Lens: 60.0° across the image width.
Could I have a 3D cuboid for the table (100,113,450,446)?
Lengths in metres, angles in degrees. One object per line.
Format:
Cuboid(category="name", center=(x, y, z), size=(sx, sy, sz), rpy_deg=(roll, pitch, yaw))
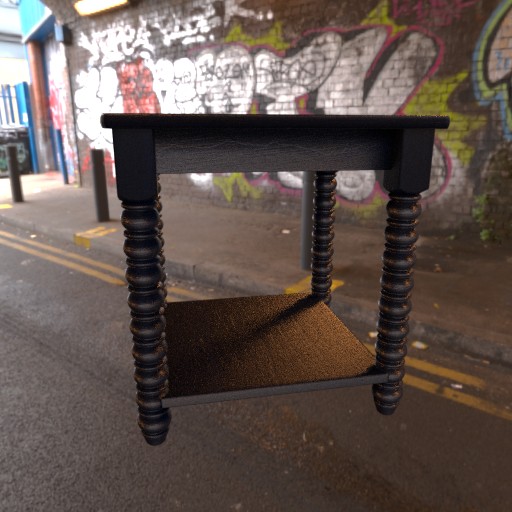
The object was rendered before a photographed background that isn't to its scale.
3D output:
Cuboid(category="table", center=(0.000, 0.000, 0.959), size=(0.533, 0.567, 0.500), rpy_deg=(-3, 16, -11))
